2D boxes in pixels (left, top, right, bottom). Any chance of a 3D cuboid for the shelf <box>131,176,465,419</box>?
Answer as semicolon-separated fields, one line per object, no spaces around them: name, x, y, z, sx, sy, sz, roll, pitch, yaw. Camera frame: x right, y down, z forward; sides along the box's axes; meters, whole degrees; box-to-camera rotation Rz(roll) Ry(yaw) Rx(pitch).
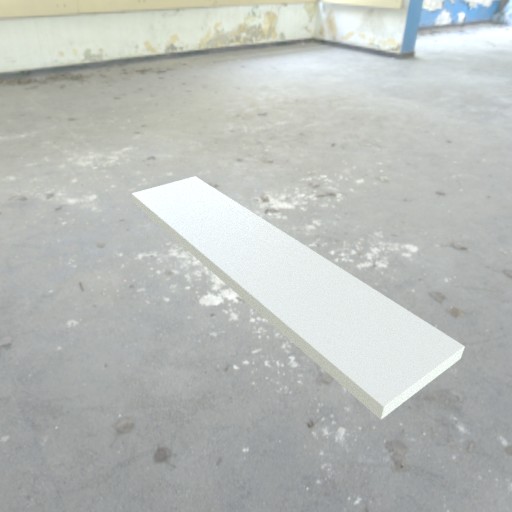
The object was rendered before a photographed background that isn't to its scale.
shelf;0.000;0.000;0.679;0.140;0.020;0.610;-22;39;-30
